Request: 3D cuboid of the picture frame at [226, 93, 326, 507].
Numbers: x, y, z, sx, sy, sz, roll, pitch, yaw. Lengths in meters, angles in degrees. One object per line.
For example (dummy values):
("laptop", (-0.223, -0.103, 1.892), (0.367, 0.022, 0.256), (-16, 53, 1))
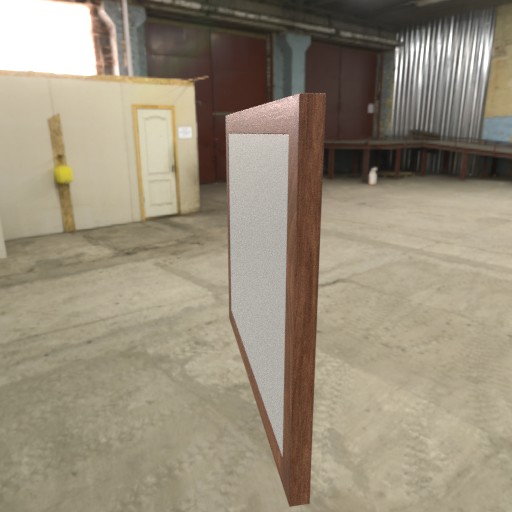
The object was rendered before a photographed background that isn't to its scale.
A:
("picture frame", (0.000, 0.000, 0.726), (0.025, 0.457, 0.559), (-3, 16, -10))
